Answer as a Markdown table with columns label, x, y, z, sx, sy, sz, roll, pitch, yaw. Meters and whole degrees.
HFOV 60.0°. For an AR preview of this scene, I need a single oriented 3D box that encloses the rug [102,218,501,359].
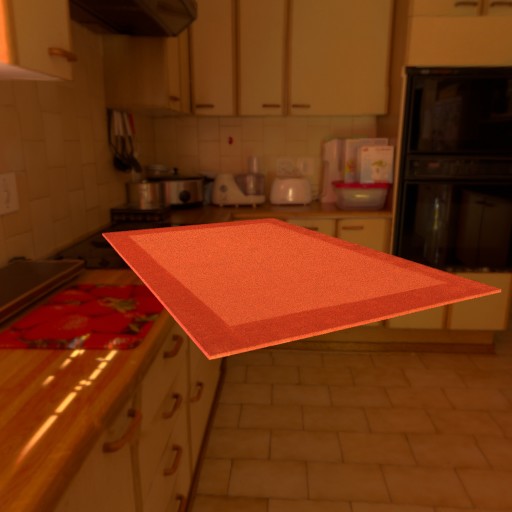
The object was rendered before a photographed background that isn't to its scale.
| label | x | y | z | sx | sy | sz | roll | pitch | yaw |
| --- | --- | --- | --- | --- | --- | --- | --- | --- | --- |
| rug | 0.000 | 0.000 | 2.249 | 1.219 | 0.014 | 1.829 | -7 | 16 | -26 |
